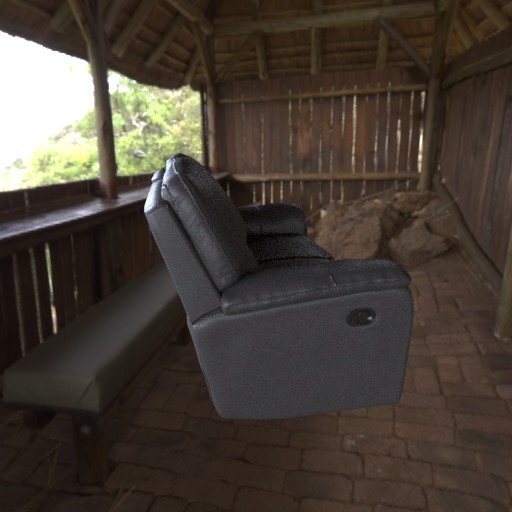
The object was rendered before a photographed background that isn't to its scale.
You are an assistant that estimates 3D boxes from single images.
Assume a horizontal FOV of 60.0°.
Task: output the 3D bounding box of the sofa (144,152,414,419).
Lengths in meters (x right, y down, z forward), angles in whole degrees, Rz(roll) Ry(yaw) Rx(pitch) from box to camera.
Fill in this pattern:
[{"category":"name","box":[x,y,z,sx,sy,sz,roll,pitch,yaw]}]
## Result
[{"category":"sofa","box":[0.000,0.000,2.497,1.104,1.111,1.765,-3,16,-10]}]
